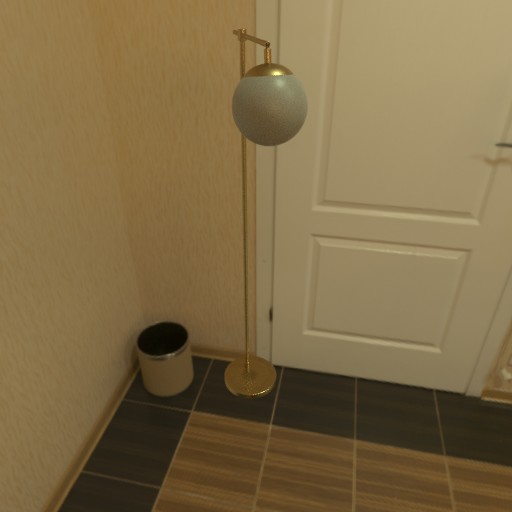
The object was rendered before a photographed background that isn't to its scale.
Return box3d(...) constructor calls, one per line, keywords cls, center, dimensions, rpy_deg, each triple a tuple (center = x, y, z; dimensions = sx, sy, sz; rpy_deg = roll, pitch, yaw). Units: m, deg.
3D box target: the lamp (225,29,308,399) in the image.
box3d(cls="lamp", center=(0.000, 0.000, 1.673), dimensions=(0.249, 1.505, 0.476), rpy_deg=(-9, 33, -15))
